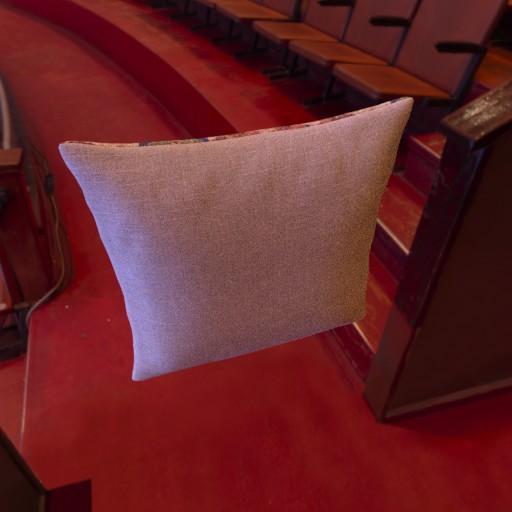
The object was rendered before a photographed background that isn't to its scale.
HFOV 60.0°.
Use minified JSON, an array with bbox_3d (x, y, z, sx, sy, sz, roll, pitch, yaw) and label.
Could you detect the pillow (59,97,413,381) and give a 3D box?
[{"bbox_3d":[0.000,0.000,0.779,0.523,0.506,0.166,-12,41,-15],"label":"pillow"}]
